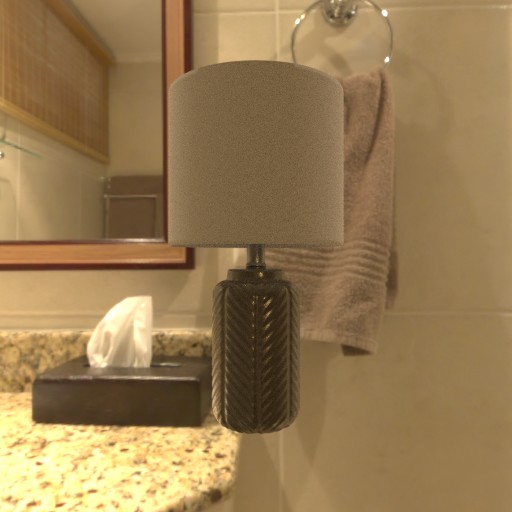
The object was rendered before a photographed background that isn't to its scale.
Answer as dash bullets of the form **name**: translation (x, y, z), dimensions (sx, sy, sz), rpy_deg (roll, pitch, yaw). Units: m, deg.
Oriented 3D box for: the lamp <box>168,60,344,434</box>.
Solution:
- **lamp**: translation (0.000, 0.000, 0.524), dimensions (0.203, 0.389, 0.203), rpy_deg (0, 0, -36)
